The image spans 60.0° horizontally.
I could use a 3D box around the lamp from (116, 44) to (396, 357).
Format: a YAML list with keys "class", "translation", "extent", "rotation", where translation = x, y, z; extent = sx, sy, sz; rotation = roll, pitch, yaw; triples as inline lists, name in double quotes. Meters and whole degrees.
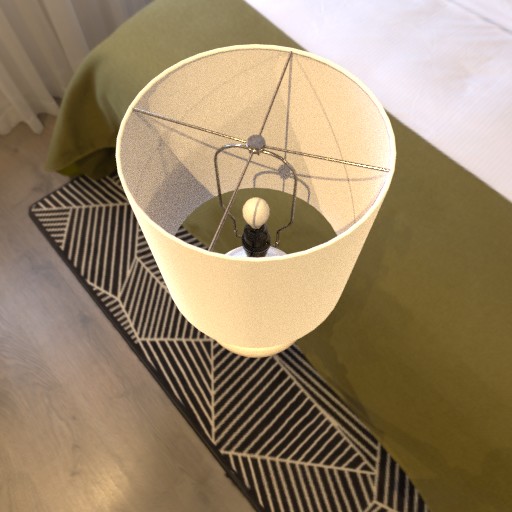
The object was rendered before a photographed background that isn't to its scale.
- class: "lamp"
  translation: [0.000, 0.000, 0.525]
  extent: [0.217, 0.404, 0.217]
  rotation: [16, 64, 8]
